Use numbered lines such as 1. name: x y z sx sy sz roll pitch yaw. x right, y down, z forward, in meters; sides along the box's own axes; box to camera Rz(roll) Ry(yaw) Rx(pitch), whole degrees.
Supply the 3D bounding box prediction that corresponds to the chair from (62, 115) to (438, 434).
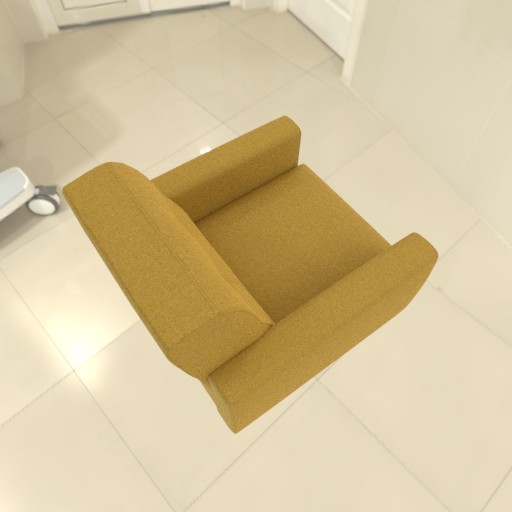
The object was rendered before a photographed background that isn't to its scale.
1. chair: 0.000 0.000 1.553 0.909 0.841 0.831 -31 63 -18
